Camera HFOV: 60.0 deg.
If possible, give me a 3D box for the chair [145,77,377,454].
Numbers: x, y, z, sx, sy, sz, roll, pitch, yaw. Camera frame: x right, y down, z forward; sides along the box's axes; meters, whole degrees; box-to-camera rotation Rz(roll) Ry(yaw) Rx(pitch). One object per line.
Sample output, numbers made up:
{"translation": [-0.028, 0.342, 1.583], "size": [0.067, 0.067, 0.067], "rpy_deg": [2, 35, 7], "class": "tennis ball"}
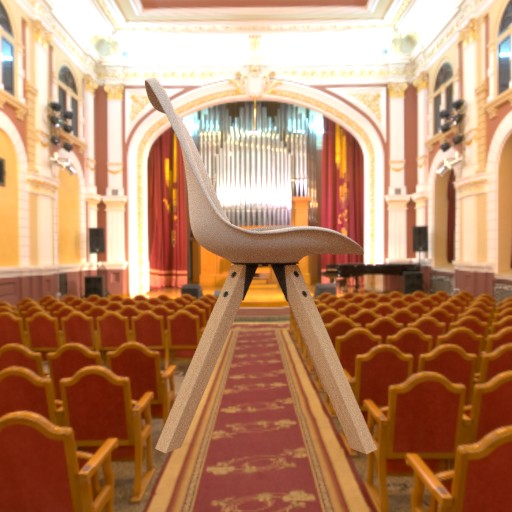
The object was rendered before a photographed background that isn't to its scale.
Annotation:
{"translation": [0.000, 0.000, 1.172], "size": [0.550, 0.850, 0.485], "rpy_deg": [0, 0, 0], "class": "chair"}
